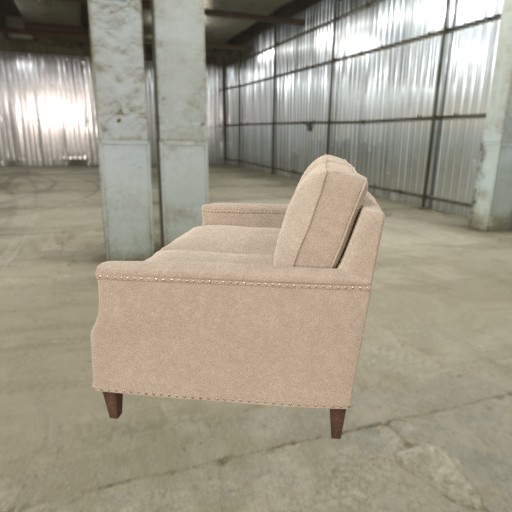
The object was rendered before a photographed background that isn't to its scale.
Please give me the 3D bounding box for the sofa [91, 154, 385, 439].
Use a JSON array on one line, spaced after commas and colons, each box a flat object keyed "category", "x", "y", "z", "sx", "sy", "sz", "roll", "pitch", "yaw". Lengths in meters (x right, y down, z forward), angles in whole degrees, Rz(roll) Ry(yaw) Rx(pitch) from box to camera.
[{"category": "sofa", "x": 0.000, "y": 0.000, "z": 2.308, "sx": 1.084, "sy": 1.002, "sz": 1.597, "roll": 2, "pitch": 15, "yaw": 8}]
